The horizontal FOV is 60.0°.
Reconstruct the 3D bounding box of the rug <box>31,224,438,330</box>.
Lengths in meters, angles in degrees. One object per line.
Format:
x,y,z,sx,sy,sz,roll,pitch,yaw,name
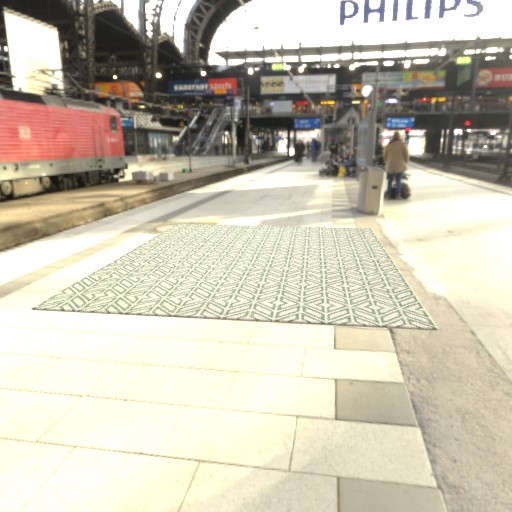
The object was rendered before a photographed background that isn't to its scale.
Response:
0.000,0.000,4.071,2.441,0.017,3.050,2,14,7,rug
